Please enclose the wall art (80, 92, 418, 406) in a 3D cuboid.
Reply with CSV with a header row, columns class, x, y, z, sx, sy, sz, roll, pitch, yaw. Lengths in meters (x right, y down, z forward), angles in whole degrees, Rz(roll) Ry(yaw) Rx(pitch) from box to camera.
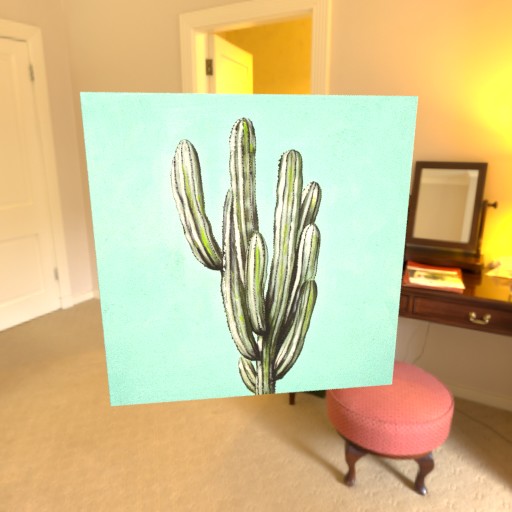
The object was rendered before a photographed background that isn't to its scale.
class,x,y,z,sx,sy,sz,roll,pitch,yaw
wall art,0.000,0.000,0.879,0.603,0.603,0.036,-2,15,-8
